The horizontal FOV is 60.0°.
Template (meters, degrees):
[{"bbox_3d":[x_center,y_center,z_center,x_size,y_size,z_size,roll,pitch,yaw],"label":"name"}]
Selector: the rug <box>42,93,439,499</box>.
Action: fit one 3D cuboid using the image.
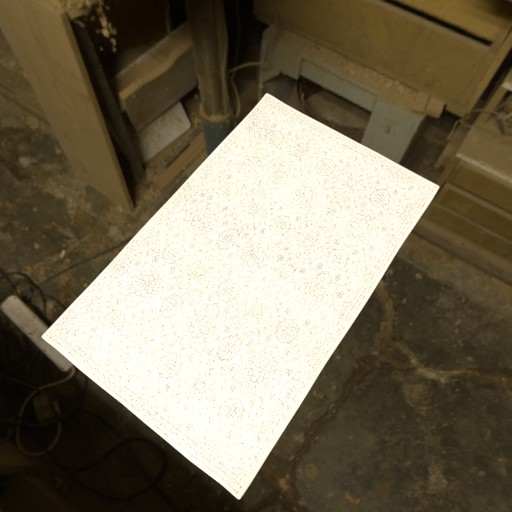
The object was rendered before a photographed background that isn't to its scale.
[{"bbox_3d":[0.000,0.000,2.948,1.518,0.023,2.434,33,69,14],"label":"rug"}]
